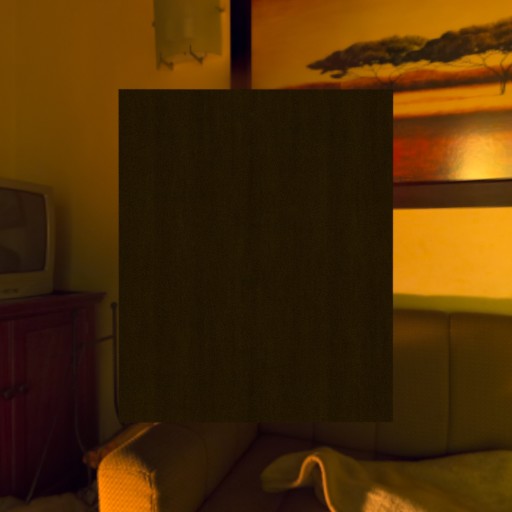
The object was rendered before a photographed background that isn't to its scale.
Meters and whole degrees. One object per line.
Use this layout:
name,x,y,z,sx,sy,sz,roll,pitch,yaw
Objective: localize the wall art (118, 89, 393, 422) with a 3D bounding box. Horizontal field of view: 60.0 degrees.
wall art,0.000,0.000,0.752,0.455,0.552,0.034,0,0,0
